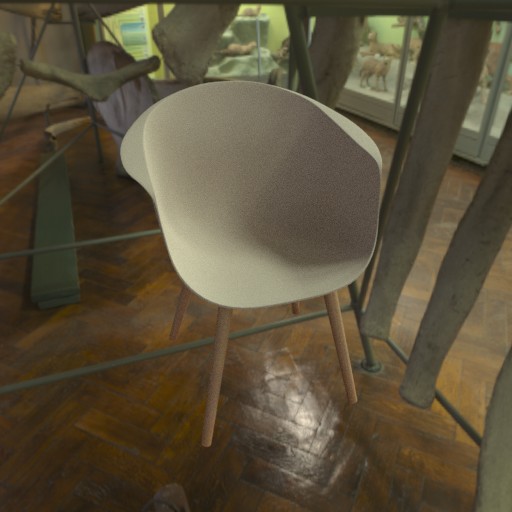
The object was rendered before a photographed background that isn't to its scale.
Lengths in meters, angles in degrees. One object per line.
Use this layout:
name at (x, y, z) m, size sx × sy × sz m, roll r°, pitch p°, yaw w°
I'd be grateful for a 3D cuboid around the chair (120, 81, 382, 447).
chair at (0.000, 0.000, 1.154) m, size 0.593 × 0.781 × 0.504 m, roll -10°, pitch 32°, yaw -16°
